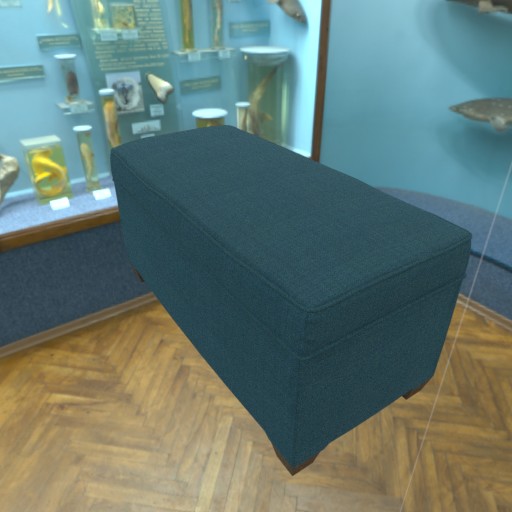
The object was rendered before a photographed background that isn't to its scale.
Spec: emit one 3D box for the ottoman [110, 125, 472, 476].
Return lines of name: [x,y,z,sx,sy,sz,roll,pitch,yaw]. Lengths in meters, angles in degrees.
ottoman: [0.000,0.000,1.202,0.474,0.474,0.943,-20,37,-28]
